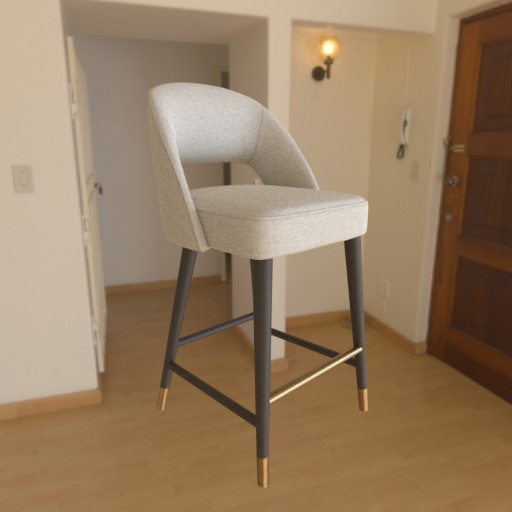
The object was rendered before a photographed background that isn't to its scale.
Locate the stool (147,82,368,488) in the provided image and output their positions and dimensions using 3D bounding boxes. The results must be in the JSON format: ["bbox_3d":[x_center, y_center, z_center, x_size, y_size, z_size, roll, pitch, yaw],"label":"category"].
[{"bbox_3d":[0.000,0.000,1.230,0.494,0.940,0.509,-14,20,-43],"label":"stool"}]
